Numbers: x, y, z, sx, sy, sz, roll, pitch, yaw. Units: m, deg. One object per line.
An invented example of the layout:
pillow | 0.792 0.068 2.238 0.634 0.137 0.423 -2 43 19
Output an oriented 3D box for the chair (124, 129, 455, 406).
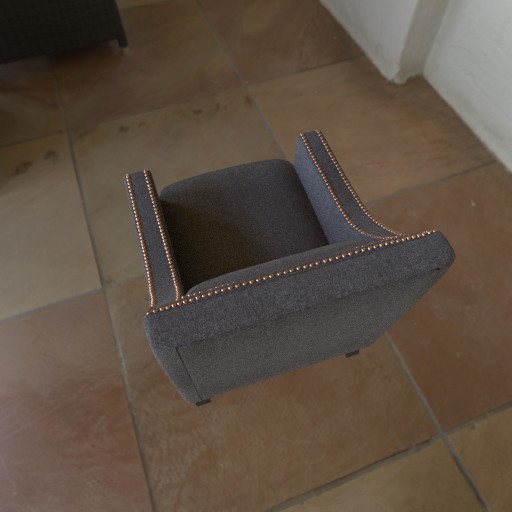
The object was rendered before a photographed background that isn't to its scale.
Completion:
chair | 0.000 0.000 1.629 0.776 0.967 0.884 -15 60 -9
